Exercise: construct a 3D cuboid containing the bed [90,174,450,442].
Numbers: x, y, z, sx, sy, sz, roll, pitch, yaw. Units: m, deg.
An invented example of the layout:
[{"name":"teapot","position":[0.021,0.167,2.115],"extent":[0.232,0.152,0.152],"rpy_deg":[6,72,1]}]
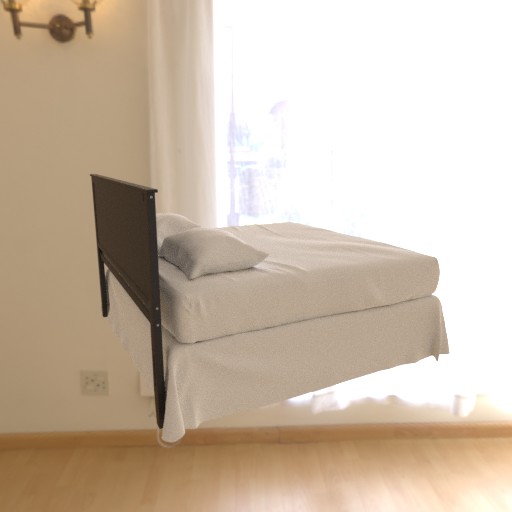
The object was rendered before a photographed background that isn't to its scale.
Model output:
[{"name":"bed","position":[0.000,0.000,3.576],"extent":[2.219,1.271,2.315],"rpy_deg":[-6,14,-26]}]
